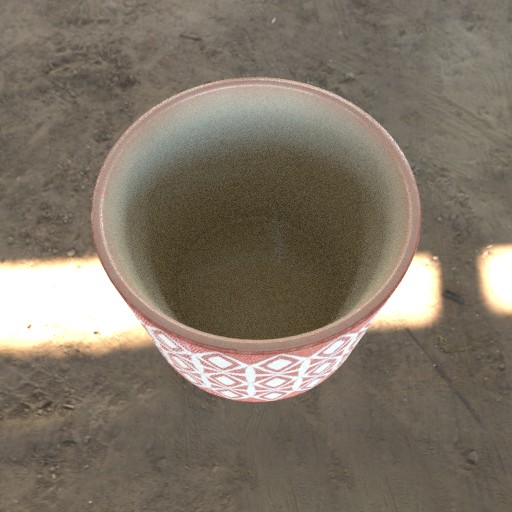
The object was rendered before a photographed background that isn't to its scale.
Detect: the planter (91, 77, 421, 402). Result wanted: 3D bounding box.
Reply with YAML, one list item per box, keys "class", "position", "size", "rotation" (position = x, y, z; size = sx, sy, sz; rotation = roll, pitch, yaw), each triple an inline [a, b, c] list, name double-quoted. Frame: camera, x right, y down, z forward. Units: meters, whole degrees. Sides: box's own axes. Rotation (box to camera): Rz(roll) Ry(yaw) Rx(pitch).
- class: "planter"
  position: [0.000, 0.000, 0.475]
  size: [0.273, 0.237, 0.273]
  rotation: [0, 63, 0]
